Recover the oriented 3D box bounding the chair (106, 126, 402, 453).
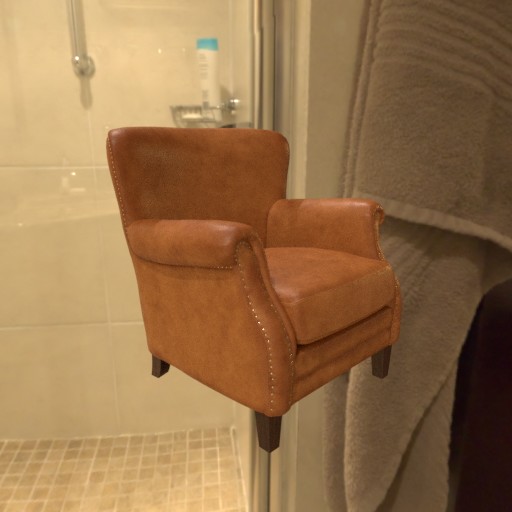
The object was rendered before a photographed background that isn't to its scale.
[{"bbox_3d":[0.000,0.000,1.662,0.861,0.936,0.921,-14,21,-43],"label":"chair"}]
